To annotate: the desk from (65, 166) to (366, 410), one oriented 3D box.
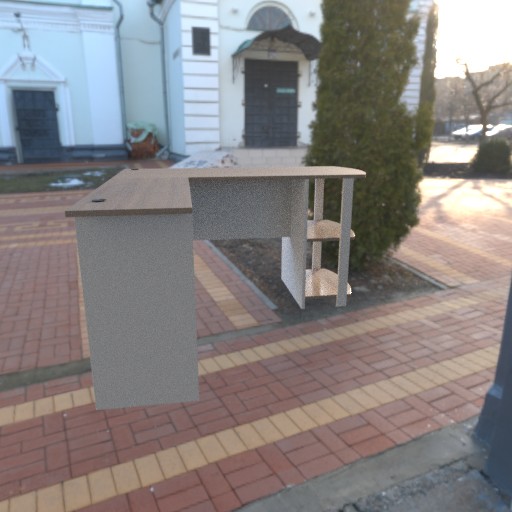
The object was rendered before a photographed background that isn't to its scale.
[{"bbox_3d":[0.000,0.000,2.082,1.303,0.716,1.361,-3,16,-9],"label":"desk"}]
